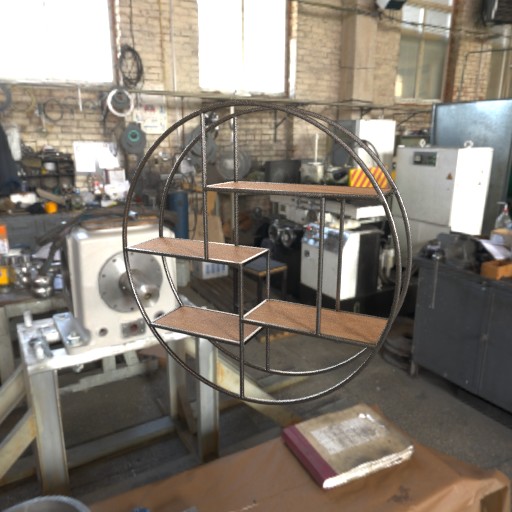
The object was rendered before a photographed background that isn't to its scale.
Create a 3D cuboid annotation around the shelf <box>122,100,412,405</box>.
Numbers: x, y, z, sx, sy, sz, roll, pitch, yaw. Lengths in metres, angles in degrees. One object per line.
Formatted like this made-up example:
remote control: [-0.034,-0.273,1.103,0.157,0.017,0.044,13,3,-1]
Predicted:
shelf: [0.000,0.000,1.362,0.888,0.888,0.202,7,16,26]
